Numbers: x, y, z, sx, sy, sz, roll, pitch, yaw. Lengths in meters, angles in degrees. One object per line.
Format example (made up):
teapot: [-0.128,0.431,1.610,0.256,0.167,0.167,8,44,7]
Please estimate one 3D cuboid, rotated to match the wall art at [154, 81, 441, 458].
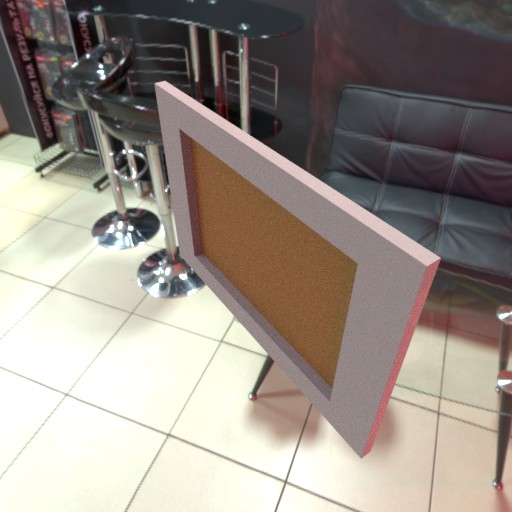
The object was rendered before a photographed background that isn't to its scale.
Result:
wall art: [0.000,0.000,1.134,0.033,0.617,0.906,-25,47,-26]
